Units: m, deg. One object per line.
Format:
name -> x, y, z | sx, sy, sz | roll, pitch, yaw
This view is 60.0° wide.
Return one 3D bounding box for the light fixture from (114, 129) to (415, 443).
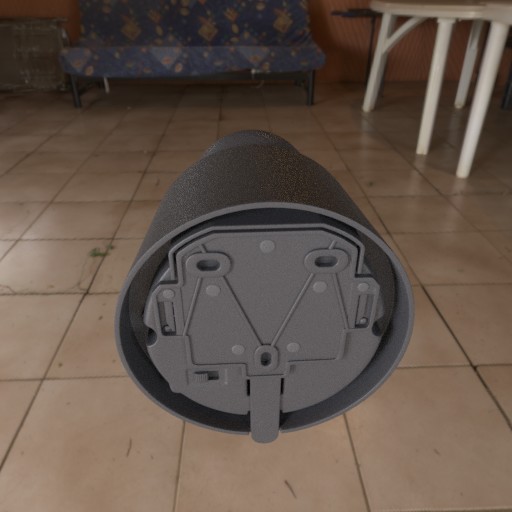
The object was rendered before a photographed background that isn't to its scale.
light fixture -> 0.000, 0.000, 0.269 | 0.134, 0.143, 0.160 | -2, 31, -3
